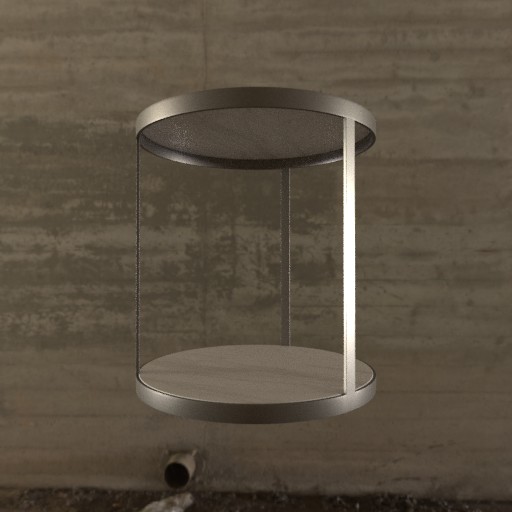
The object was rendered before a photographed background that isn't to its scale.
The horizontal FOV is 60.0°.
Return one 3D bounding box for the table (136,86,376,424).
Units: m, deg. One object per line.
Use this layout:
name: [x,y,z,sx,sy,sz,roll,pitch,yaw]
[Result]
table: [0.000,0.000,0.850,0.445,0.479,0.445,0,0,0]
